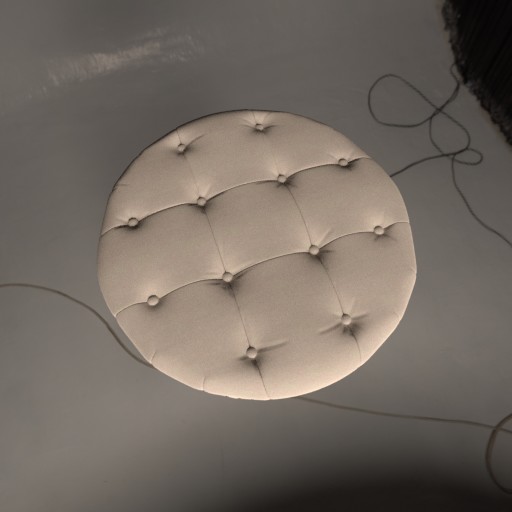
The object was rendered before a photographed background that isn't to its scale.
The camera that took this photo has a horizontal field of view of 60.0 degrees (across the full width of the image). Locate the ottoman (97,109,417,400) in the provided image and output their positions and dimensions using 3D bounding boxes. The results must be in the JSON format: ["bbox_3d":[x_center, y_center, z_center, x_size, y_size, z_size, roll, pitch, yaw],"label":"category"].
[{"bbox_3d":[0.000,0.000,1.373,0.901,0.439,0.901,0,63,0],"label":"ottoman"}]
